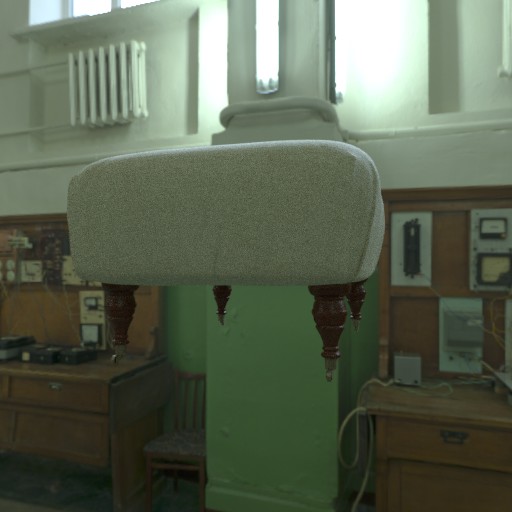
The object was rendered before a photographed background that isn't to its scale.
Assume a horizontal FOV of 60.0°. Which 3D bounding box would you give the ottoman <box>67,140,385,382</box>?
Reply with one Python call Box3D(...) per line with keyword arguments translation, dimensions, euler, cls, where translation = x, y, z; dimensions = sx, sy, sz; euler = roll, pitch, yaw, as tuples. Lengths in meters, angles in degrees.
Box3D(translation=(0.000, 0.000, 1.127), dimensions=(0.622, 0.450, 0.747), euler=(0, -1, 17), cls="ottoman")
